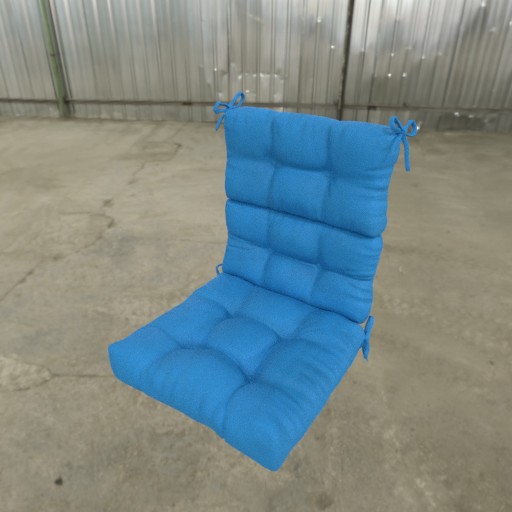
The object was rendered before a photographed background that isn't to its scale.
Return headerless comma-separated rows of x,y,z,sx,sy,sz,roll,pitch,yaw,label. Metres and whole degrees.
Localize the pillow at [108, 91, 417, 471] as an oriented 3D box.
0.000,0.000,1.014,0.519,0.605,0.571,18,34,29,pillow
